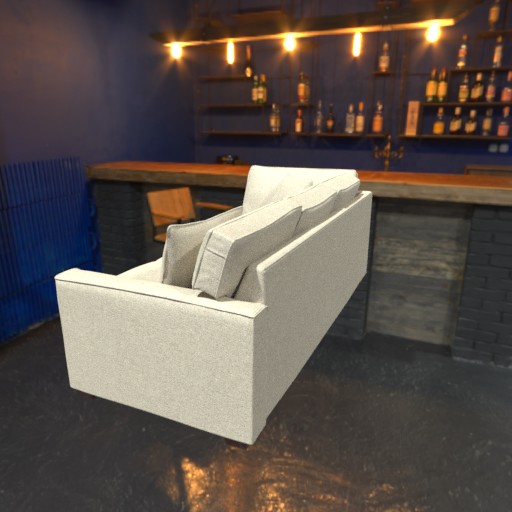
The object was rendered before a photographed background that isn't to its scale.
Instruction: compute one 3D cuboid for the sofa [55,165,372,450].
[{"bbox_3d":[0.000,0.000,2.865,1.053,0.948,2.323,8,18,24],"label":"sofa"}]
